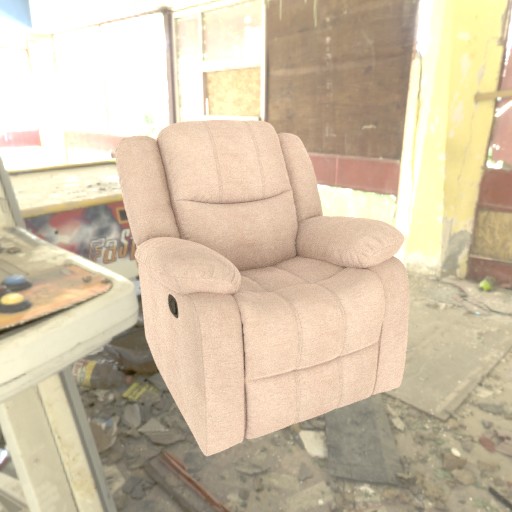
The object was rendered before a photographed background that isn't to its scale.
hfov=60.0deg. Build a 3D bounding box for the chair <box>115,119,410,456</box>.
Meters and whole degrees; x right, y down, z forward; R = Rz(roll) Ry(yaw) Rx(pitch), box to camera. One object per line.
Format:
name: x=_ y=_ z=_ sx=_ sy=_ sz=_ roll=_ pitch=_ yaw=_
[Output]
chair: x=0.000 y=0.000 z=1.737 sx=0.899 sy=1.008 sz=0.944 roll=-9 pitch=21 yaw=-25
